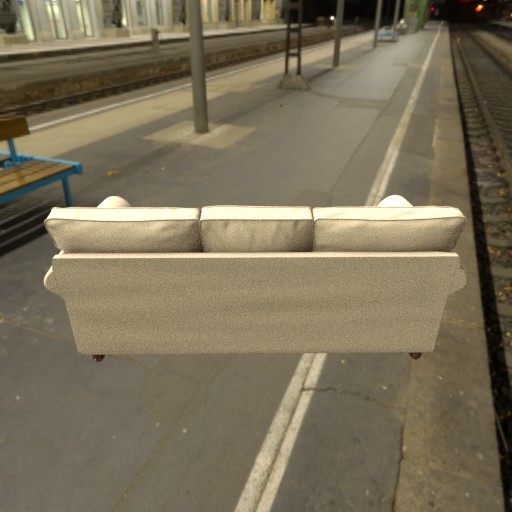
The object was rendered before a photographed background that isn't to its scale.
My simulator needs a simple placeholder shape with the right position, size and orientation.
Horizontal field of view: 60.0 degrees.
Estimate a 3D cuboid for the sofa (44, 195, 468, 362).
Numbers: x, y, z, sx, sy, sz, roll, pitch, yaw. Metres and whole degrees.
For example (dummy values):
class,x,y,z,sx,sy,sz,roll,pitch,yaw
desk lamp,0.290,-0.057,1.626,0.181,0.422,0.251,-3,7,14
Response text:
class,x,y,z,sx,sy,sz,roll,pitch,yaw
sofa,0.000,0.000,2.673,2.118,0.889,0.998,0,29,-1
